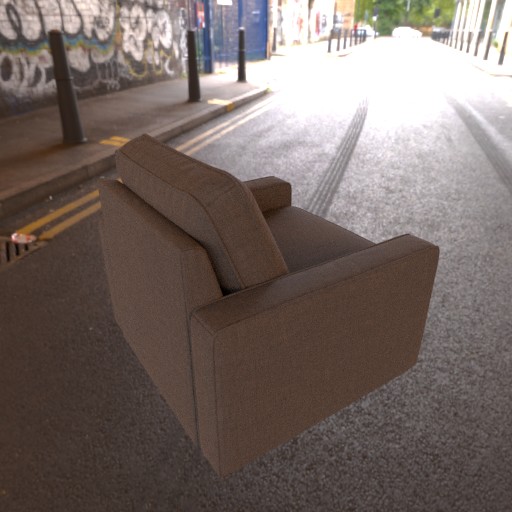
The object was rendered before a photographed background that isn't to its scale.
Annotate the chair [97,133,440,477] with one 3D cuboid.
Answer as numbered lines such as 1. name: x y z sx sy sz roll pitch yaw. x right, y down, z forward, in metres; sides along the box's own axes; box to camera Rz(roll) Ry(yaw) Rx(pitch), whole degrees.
1. chair: 0.000 0.000 1.740 0.940 0.919 1.017 -17 32 -30
